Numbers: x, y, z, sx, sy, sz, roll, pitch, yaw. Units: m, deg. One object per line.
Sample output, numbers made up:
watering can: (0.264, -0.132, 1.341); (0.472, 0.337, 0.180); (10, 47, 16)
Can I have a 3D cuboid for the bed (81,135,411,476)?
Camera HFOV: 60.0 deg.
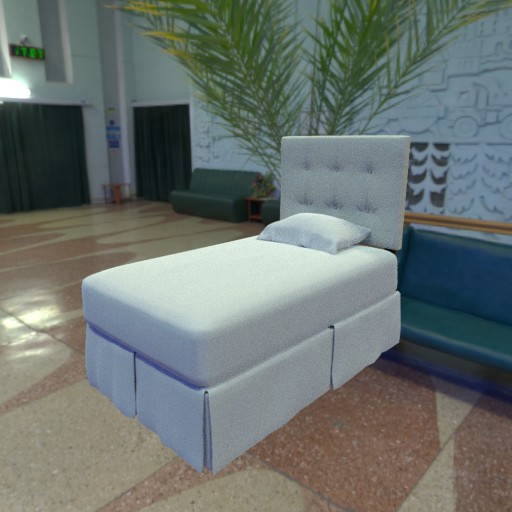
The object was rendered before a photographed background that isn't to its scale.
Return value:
bed: (0.000, 0.000, 2.974); (1.261, 1.571, 1.997); (13, 20, 42)
